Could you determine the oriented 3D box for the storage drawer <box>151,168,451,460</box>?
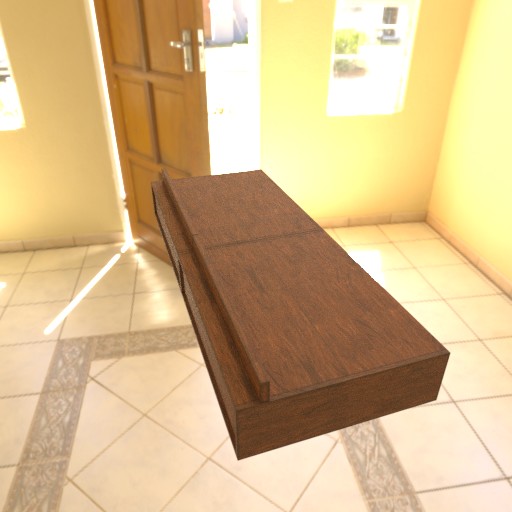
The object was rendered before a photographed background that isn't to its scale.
[{"bbox_3d":[0.000,0.000,2.212,0.774,0.339,1.914,-10,32,-16],"label":"storage drawer"}]
